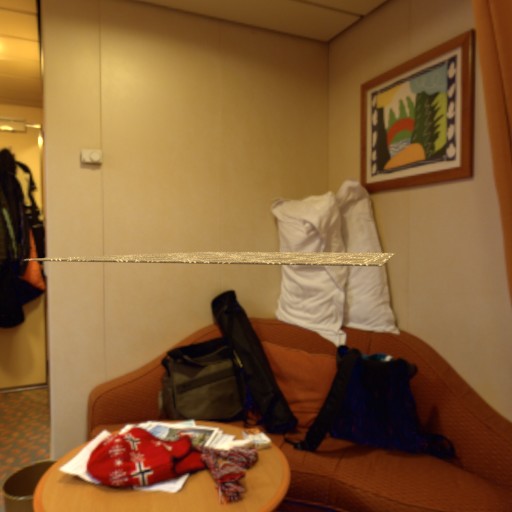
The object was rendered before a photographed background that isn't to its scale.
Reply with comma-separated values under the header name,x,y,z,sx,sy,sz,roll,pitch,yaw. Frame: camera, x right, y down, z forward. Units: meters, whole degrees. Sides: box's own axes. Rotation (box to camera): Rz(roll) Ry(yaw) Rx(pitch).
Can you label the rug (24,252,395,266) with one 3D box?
name,x,y,z,sx,sy,sz,roll,pitch,yaw
rug,0.000,0.000,4.206,2.457,0.012,3.062,1,2,19
